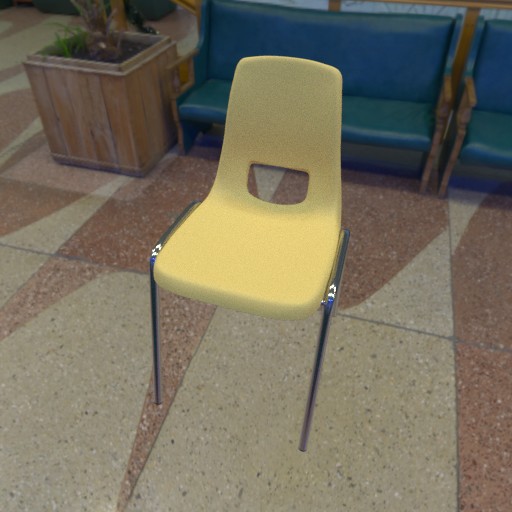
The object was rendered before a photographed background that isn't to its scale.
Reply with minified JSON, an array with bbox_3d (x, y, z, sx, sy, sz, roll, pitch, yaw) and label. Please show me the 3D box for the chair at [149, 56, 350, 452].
[{"bbox_3d":[0.000,0.000,0.959,0.381,0.704,0.436,12,42,14],"label":"chair"}]
